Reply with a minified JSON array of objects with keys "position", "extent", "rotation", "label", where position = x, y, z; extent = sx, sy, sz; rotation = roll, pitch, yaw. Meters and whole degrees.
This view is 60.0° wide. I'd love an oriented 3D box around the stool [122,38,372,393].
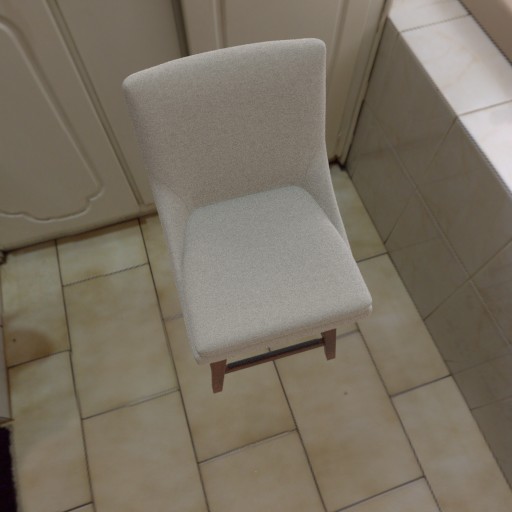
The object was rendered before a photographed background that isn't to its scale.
[{"position":[0.000,0.000,1.285],"extent":[0.469,0.991,0.559],"rotation":[-14,65,-7],"label":"stool"}]
